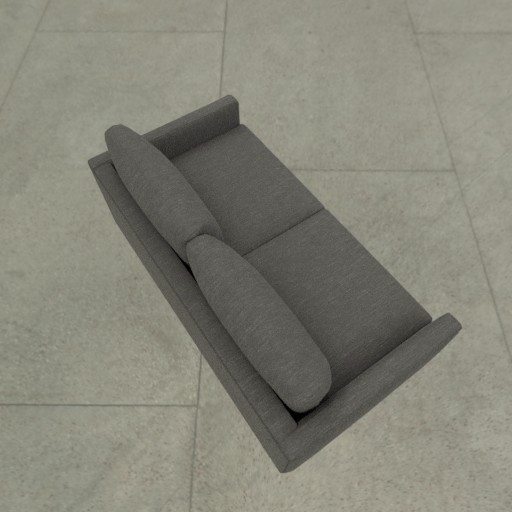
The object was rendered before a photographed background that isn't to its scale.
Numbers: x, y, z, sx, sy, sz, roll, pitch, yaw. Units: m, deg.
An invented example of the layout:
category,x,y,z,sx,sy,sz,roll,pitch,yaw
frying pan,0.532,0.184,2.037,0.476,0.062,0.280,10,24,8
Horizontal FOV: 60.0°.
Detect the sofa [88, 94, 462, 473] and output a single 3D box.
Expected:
category,x,y,z,sx,sy,sz,roll,pitch,yaw
sofa,0.000,0.000,2.118,0.875,0.840,1.682,-31,64,-17
